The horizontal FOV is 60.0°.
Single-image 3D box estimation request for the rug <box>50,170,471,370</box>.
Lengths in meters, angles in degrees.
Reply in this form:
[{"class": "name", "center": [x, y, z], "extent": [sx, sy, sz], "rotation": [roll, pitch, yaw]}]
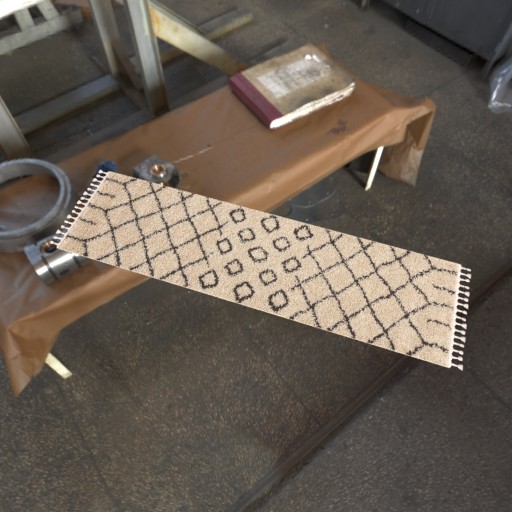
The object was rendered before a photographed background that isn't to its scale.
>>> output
[{"class": "rug", "center": [0.000, 0.000, 2.657], "extent": [2.464, 0.005, 0.660], "rotation": [16, 59, 10]}]
